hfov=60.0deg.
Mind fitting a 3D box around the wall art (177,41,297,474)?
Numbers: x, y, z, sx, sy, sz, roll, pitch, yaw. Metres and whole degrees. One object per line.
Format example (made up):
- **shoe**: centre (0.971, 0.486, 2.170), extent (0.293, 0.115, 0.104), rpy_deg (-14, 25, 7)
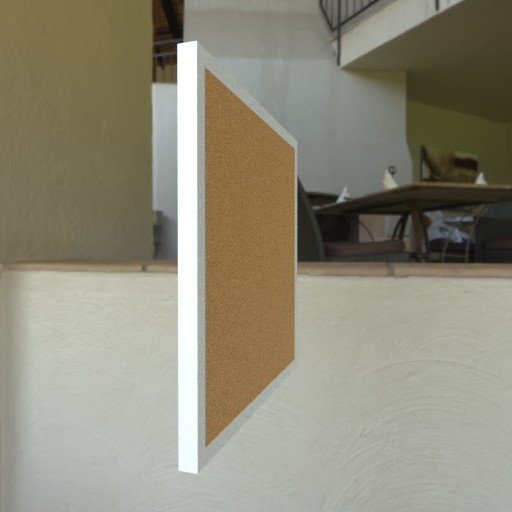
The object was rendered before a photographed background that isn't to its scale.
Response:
- **wall art**: centre (0.000, 0.000, 1.146), extent (0.038, 0.762, 0.762), rpy_deg (0, 1, 19)
